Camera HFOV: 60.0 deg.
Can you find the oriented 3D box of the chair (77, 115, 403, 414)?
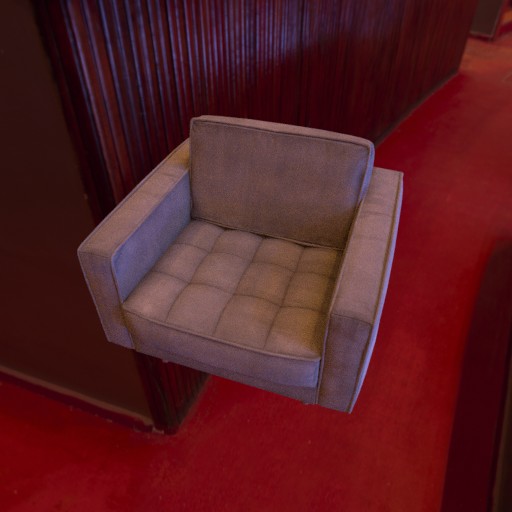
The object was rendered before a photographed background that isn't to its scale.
[{"bbox_3d":[0.000,0.000,1.584,0.928,0.773,0.843,13,43,14],"label":"chair"}]
